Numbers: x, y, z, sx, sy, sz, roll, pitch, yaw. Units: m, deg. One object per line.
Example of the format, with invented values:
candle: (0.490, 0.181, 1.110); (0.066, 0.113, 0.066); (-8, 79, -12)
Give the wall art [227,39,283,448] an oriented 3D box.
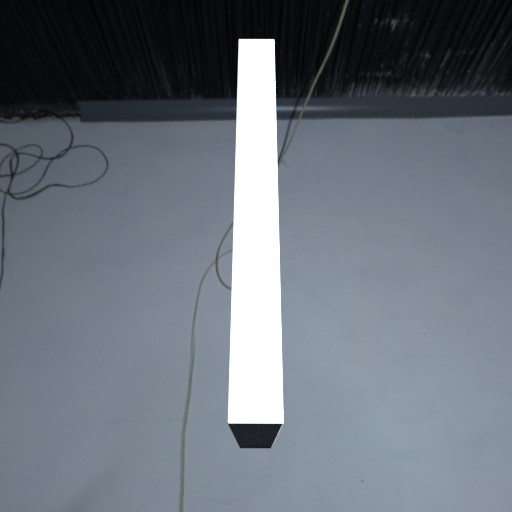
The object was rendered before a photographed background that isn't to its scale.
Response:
wall art: (0.000, 0.000, 0.497); (0.038, 0.259, 0.381); (0, 63, 0)
